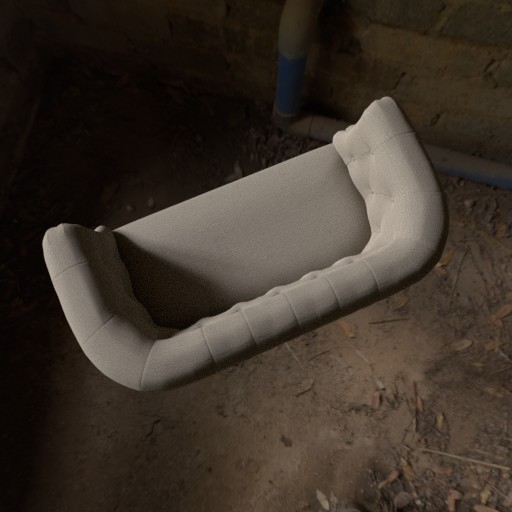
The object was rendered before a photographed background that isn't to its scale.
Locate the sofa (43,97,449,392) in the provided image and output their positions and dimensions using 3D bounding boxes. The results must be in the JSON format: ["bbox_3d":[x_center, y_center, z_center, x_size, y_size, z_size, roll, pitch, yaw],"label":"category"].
[{"bbox_3d":[0.000,0.000,2.038,1.558,0.827,0.835,-23,77,-5],"label":"sofa"}]
